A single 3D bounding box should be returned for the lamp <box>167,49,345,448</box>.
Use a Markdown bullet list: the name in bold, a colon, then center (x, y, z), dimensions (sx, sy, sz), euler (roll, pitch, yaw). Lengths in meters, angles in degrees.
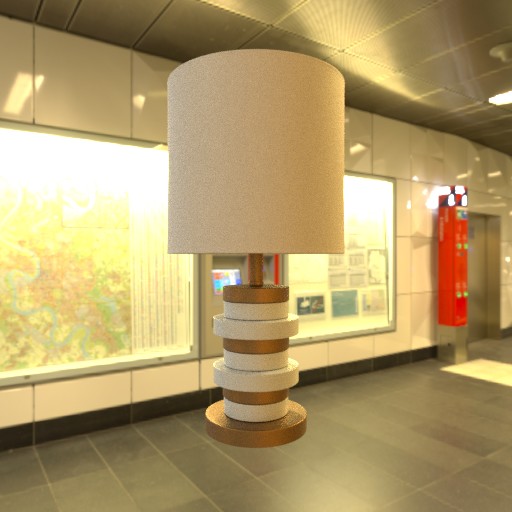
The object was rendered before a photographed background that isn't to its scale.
- **lamp**: center (0.000, 0.000, 0.534), dimensions (0.210, 0.410, 0.210), euler (0, 0, 36)
